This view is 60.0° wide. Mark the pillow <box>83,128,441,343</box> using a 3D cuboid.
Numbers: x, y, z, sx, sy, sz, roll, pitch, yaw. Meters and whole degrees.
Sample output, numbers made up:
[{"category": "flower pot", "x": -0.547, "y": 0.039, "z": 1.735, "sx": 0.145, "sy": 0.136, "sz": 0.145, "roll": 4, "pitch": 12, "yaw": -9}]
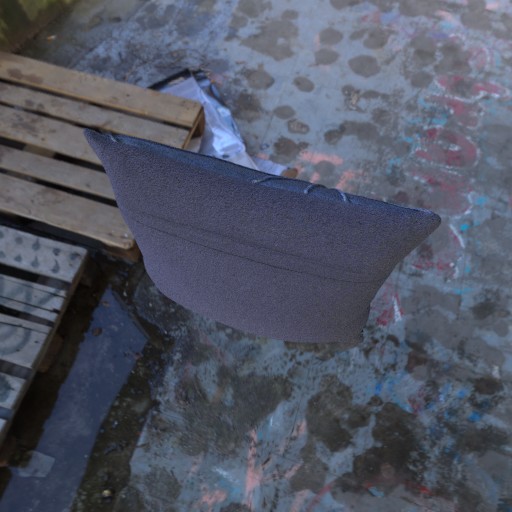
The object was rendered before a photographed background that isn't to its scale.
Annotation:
[{"category": "pillow", "x": 0.000, "y": 0.000, "z": 0.695, "sx": 0.439, "sy": 0.440, "sz": 0.183, "roll": 16, "pitch": 64, "yaw": 8}]
